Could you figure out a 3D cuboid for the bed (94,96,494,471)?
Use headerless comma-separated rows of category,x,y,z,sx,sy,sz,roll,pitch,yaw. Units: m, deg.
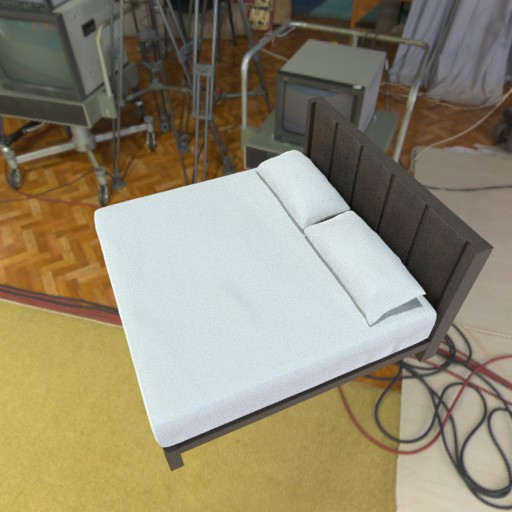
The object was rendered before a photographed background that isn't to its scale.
bed,0.000,0.000,3.526,2.238,1.261,2.143,-17,49,-16
